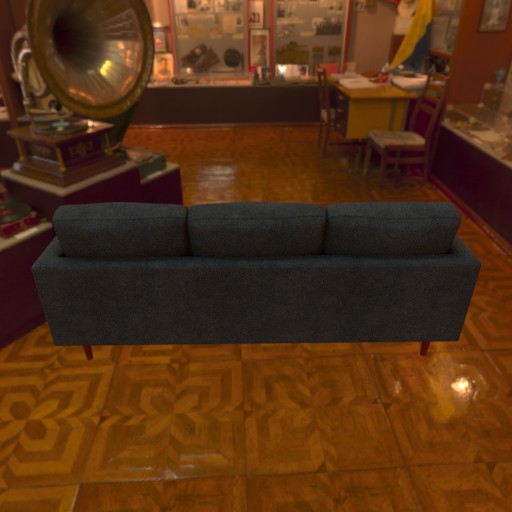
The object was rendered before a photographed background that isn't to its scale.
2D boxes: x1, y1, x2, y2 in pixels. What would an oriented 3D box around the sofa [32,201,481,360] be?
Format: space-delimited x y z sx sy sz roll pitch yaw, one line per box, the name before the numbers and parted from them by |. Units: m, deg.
sofa | 0.000 0.000 2.656 2.246 0.930 0.903 0 31 -1
